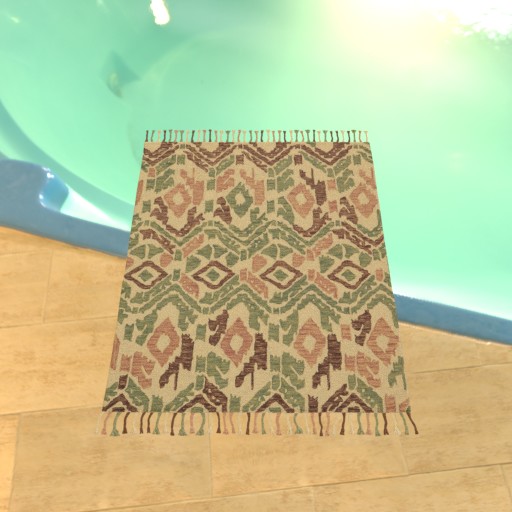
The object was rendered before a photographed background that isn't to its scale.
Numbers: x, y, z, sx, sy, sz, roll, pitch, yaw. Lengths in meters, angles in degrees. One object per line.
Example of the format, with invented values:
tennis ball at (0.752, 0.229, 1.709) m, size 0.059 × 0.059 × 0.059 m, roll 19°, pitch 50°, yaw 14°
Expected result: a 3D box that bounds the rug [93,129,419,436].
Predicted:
rug at (0.000, 0.000, 4.019) m, size 2.438 × 0.010 × 3.048 m, roll 0°, pitch 62°, yaw 0°
